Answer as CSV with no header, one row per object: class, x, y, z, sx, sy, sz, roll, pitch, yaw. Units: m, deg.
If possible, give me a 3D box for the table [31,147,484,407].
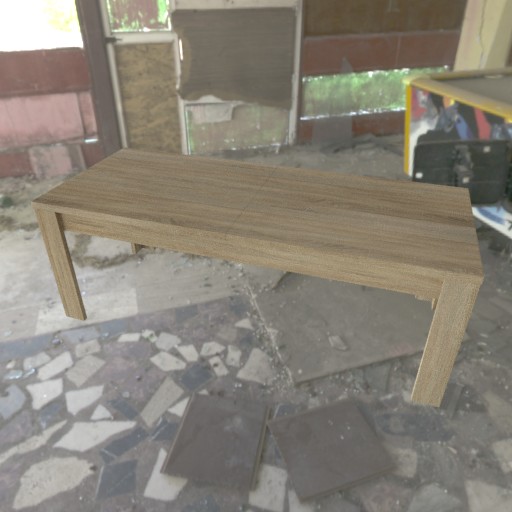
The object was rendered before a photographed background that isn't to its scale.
table,0.000,0.000,2.618,2.200,0.790,0.900,10,34,15
